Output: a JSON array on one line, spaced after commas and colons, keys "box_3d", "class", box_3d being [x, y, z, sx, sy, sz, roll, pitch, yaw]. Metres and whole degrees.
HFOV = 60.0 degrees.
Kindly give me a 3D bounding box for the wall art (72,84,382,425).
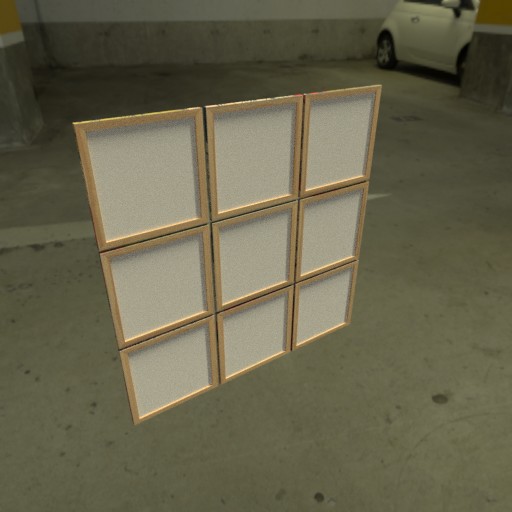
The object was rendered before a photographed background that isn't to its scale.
[{"box_3d": [0.000, 0.000, 1.357, 0.904, 0.913, 0.013, -18, 34, -28], "class": "wall art"}]
